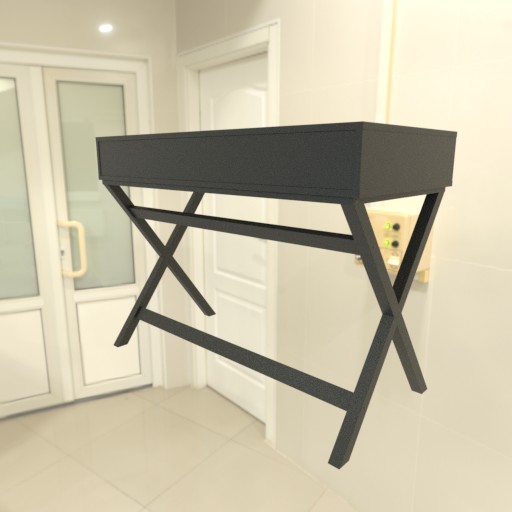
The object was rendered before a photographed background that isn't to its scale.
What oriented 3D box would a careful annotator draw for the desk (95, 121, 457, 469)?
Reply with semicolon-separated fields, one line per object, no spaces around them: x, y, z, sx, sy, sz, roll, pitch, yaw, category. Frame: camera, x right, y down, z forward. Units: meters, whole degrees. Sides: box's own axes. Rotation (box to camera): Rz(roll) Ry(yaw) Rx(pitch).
0.000;0.000;1.479;1.057;0.780;0.525;12;17;42;desk
